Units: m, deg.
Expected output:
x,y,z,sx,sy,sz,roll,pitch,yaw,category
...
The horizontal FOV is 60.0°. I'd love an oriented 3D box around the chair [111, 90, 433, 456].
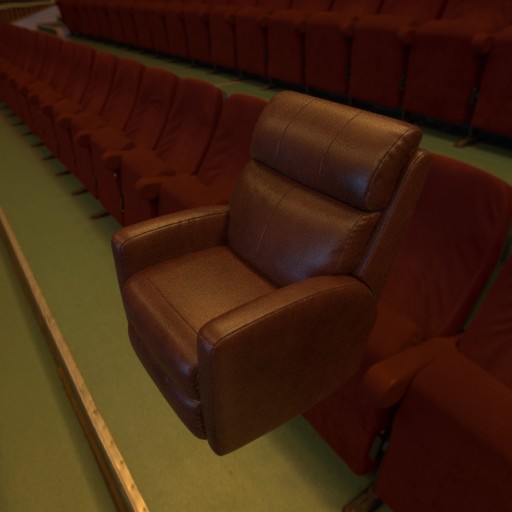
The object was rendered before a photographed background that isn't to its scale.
x,y,z,sx,sy,sz,roll,pitch,yaw,category
0.000,0.000,1.677,0.939,1.016,0.787,-21,38,-30,chair
